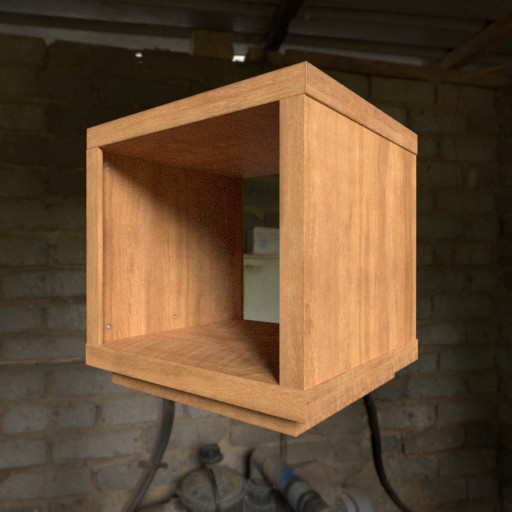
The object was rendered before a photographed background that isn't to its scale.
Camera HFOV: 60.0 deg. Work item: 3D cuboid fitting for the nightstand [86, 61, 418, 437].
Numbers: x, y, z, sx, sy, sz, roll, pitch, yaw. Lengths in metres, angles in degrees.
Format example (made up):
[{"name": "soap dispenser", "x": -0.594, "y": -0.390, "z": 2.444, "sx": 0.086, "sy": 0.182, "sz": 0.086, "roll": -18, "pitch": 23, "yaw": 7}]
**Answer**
[{"name": "nightstand", "x": 0.000, "y": 0.000, "z": 0.875, "sx": 0.493, "sy": 0.491, "sz": 0.436, "roll": 0, "pitch": 0, "yaw": 38}]
